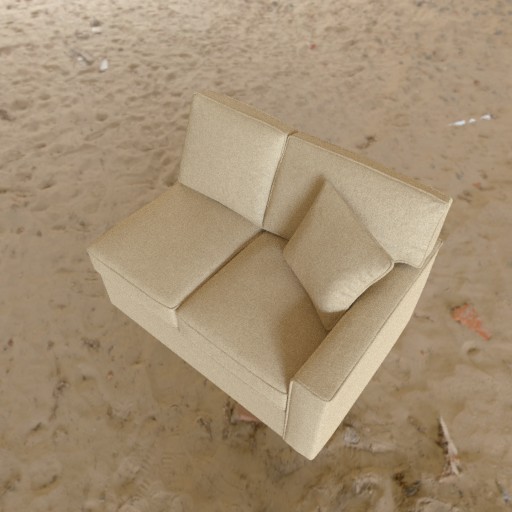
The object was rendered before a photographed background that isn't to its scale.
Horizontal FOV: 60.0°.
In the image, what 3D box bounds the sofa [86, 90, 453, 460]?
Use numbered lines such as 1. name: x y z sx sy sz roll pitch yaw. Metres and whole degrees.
1. sofa: 0.000 0.000 2.110 1.388 0.989 0.991 31 54 25
